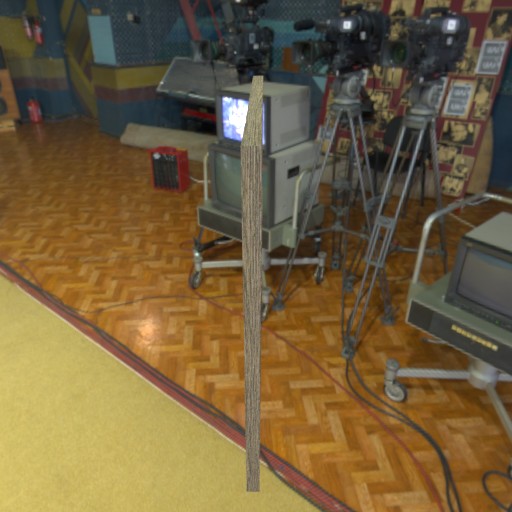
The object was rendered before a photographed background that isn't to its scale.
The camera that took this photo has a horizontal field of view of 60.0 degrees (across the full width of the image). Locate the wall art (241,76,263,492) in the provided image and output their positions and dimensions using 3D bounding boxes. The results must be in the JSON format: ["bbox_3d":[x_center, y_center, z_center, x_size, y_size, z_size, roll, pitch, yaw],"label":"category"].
[{"bbox_3d":[0.000,0.000,0.748,0.019,0.508,0.508,0,29,1],"label":"wall art"}]
